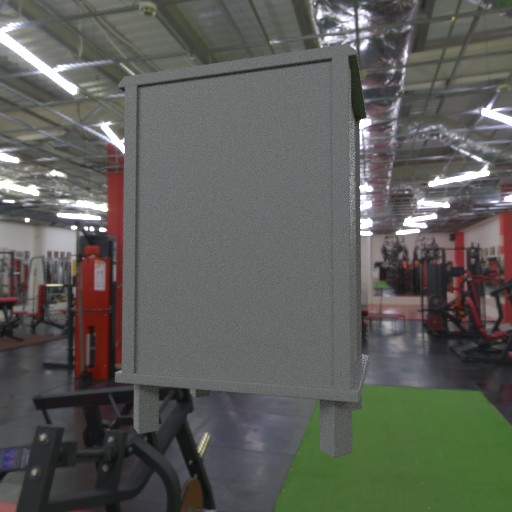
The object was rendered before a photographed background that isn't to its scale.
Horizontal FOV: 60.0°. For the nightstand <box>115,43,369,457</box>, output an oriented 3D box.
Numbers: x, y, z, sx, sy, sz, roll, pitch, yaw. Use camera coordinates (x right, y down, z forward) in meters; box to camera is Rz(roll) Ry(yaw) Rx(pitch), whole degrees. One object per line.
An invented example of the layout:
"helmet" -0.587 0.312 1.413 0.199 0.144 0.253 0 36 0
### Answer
"nightstand" 0.000 0.000 0.943 0.450 0.680 0.350 -1 -2 17
